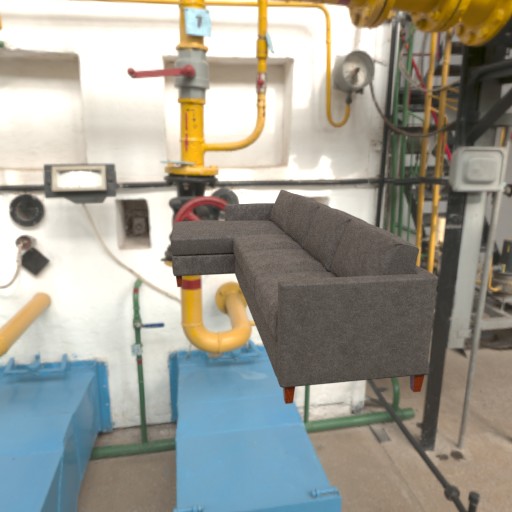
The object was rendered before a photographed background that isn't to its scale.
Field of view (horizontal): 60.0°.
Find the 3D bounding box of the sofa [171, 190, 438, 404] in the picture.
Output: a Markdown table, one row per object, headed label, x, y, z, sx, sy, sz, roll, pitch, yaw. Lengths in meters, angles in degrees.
| label | x | y | z | sx | sy | sz | roll | pitch | yaw |
| --- | --- | --- | --- | --- | --- | --- | --- | --- | --- |
| sofa | 0.000 | 0.000 | 4.111 | 1.606 | 0.954 | 3.471 | -2 | 14 | -9 |
